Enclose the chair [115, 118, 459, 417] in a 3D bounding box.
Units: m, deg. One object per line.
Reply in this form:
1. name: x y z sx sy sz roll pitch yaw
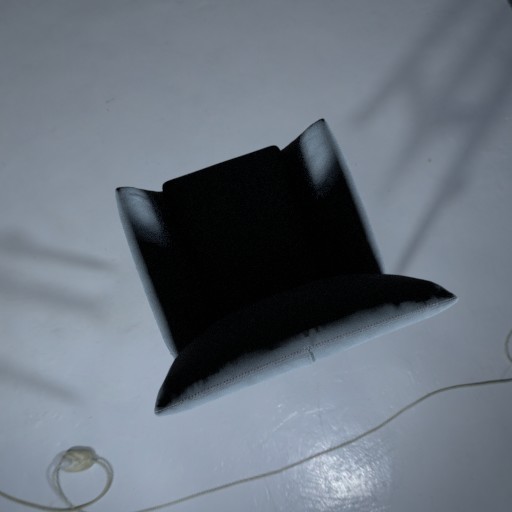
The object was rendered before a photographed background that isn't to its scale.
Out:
1. chair: 0.000 0.000 1.386 0.678 0.858 0.709 -20 77 -5
